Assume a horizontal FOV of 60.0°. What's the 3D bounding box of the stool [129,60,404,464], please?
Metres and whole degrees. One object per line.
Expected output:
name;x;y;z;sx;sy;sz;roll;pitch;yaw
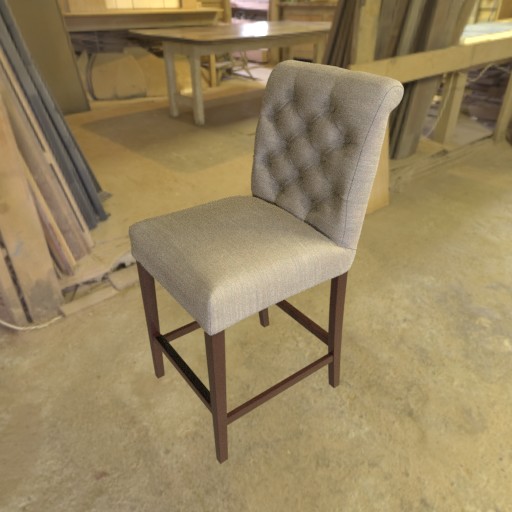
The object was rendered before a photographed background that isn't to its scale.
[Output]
stool;0.000;0.000;1.430;0.660;1.084;0.486;-21;38;-31
